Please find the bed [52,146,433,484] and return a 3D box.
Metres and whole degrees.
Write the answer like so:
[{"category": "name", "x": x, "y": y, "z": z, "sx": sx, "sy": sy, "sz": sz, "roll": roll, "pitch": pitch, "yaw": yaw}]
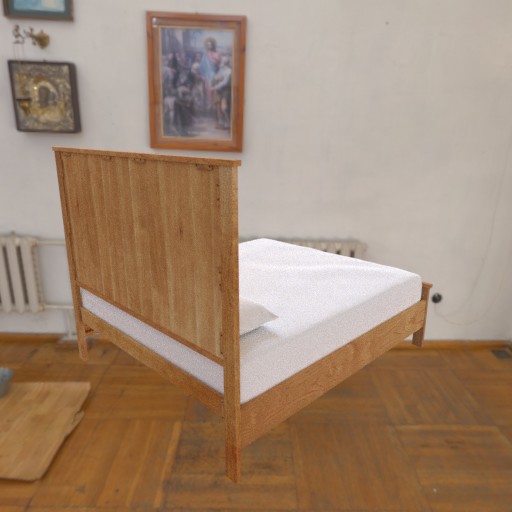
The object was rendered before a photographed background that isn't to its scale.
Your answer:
[{"category": "bed", "x": 0.000, "y": 0.000, "z": 4.026, "sx": 2.530, "sy": 1.938, "sz": 2.225, "roll": -16, "pitch": 22, "yaw": -43}]
